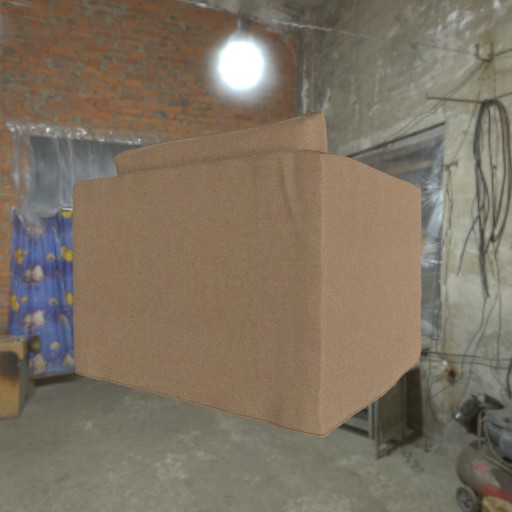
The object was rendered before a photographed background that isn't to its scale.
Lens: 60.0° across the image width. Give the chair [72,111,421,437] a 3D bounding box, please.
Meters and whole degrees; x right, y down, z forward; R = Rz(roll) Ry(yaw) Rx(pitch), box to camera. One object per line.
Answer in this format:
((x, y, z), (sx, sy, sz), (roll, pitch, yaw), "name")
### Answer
((0.000, 0.000, 1.726), (1.057, 0.863, 0.949), (1, 1, 34), "chair")
